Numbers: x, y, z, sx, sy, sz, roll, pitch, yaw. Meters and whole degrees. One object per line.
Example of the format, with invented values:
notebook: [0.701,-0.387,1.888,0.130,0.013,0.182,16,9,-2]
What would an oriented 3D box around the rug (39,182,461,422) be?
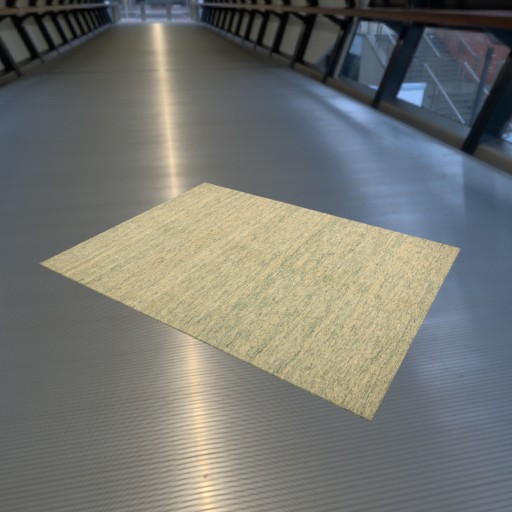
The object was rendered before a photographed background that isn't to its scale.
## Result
rug: [0.000,0.000,4.221,3.201,0.014,2.437,18,35,28]
